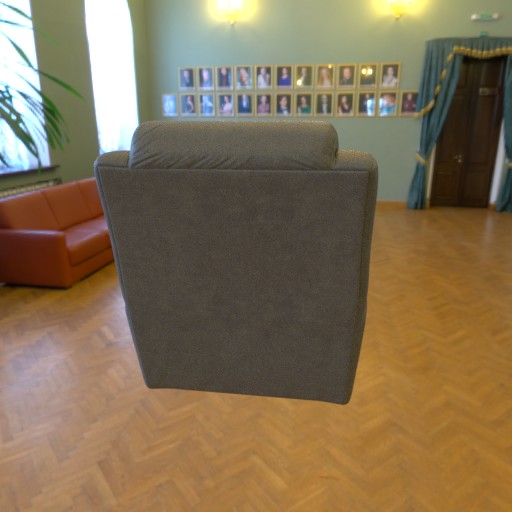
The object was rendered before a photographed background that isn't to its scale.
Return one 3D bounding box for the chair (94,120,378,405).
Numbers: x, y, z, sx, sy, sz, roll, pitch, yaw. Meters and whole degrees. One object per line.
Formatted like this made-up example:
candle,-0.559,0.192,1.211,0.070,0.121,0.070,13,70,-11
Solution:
chair,0.000,0.000,1.923,0.967,1.116,1.068,2,17,8
